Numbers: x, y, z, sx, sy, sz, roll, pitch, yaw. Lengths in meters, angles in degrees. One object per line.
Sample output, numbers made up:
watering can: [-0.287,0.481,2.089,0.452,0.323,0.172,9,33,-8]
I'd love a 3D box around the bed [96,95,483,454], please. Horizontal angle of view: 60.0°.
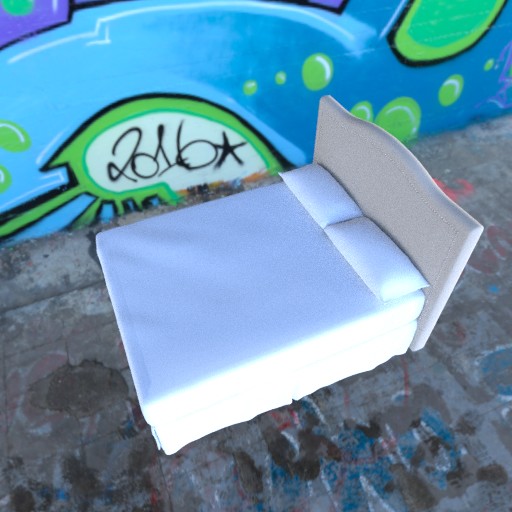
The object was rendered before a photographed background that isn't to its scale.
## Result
bed: [0.000,0.000,3.116,2.052,1.398,1.678,-18,49,-16]
